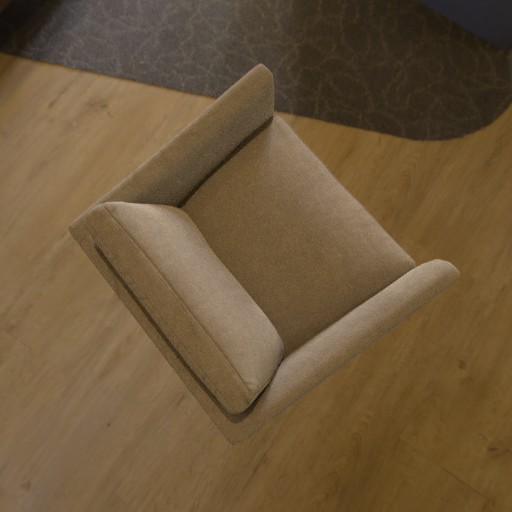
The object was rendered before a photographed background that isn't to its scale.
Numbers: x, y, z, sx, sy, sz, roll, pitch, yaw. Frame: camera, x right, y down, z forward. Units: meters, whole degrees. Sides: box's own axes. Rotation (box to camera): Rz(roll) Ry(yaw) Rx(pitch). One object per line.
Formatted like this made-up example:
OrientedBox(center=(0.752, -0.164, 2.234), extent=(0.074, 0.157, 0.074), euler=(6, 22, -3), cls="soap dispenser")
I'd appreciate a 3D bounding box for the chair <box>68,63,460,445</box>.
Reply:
OrientedBox(center=(0.000, 0.000, 1.932), extent=(1.091, 0.845, 1.190), euler=(-39, 80, -8), cls="chair")
